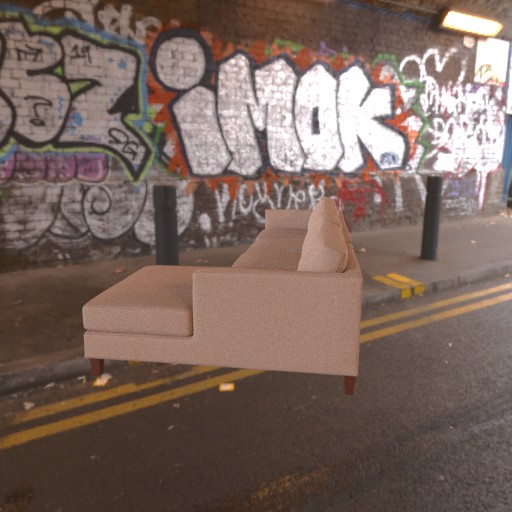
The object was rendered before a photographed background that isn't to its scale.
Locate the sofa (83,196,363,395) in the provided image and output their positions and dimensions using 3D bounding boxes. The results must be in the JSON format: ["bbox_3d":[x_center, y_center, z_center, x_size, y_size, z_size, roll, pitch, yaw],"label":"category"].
[{"bbox_3d":[0.000,0.000,3.998,1.625,0.861,3.186,2,12,8],"label":"sofa"}]
